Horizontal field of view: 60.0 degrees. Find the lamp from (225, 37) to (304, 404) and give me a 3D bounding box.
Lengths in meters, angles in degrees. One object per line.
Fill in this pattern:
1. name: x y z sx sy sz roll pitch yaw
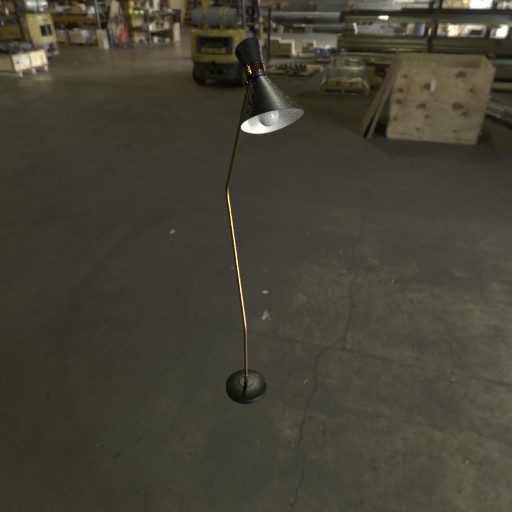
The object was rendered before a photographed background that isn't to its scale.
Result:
1. lamp: 0.000 0.000 1.609 0.277 1.438 0.467 2 31 3
